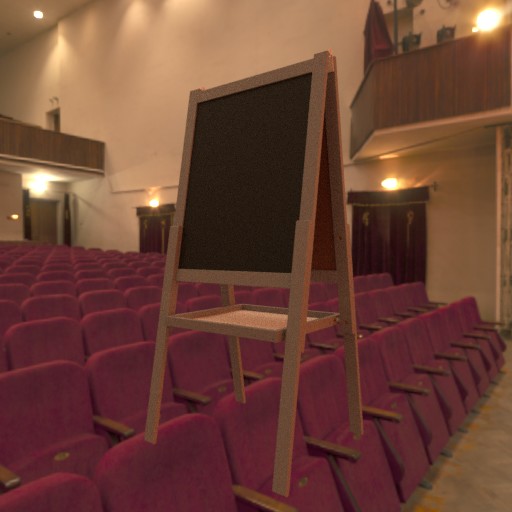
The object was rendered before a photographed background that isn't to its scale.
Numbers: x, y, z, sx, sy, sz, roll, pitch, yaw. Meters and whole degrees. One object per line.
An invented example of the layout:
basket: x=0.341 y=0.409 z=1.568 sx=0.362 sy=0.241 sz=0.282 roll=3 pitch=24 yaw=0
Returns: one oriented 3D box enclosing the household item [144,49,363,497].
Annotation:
household item: x=0.000 y=0.000 z=1.419 sx=0.531 sy=1.172 sz=0.469 roll=1 pitch=1 yaw=37
